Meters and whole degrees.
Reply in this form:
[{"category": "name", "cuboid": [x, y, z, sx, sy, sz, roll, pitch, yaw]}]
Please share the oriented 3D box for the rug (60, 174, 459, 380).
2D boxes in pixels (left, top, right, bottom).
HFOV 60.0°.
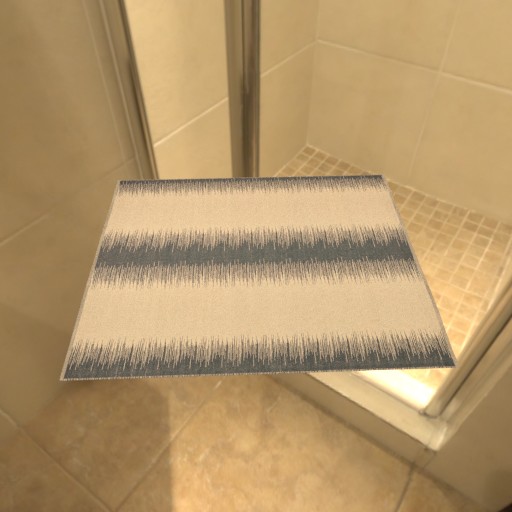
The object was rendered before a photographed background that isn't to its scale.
[{"category": "rug", "cuboid": [0.000, 0.000, 4.182, 3.037, 0.004, 2.453, -2, 47, -1]}]
